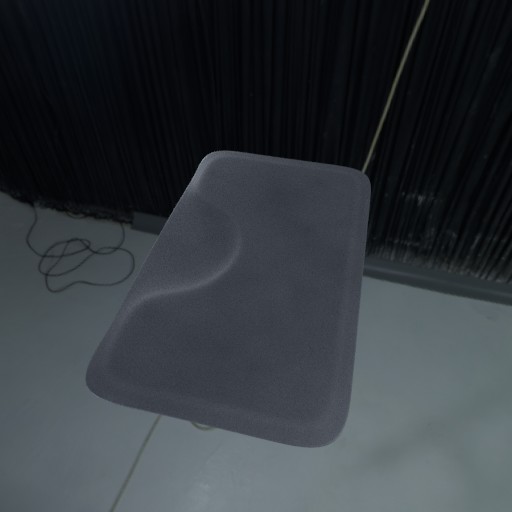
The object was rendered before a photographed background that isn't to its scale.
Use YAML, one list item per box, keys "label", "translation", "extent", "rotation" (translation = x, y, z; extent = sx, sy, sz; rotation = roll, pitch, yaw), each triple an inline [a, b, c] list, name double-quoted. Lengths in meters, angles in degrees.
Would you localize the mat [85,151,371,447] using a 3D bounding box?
- label: "mat"
  translation: [0.000, 0.000, 1.925]
  extent: [0.918, 0.013, 1.524]
  rotation: [10, 47, 9]
